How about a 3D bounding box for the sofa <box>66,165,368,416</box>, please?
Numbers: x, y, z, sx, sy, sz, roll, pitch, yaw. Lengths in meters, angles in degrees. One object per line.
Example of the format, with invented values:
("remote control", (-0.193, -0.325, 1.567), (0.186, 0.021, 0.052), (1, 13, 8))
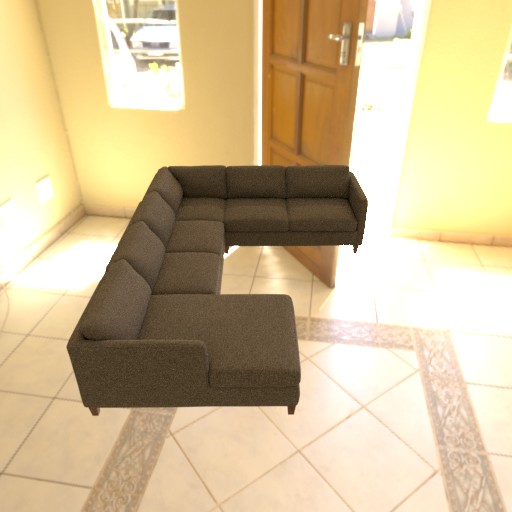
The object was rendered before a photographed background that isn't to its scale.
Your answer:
("sofa", (0.000, 0.000, 4.394), (2.551, 0.853, 3.238), (0, 31, 0))
